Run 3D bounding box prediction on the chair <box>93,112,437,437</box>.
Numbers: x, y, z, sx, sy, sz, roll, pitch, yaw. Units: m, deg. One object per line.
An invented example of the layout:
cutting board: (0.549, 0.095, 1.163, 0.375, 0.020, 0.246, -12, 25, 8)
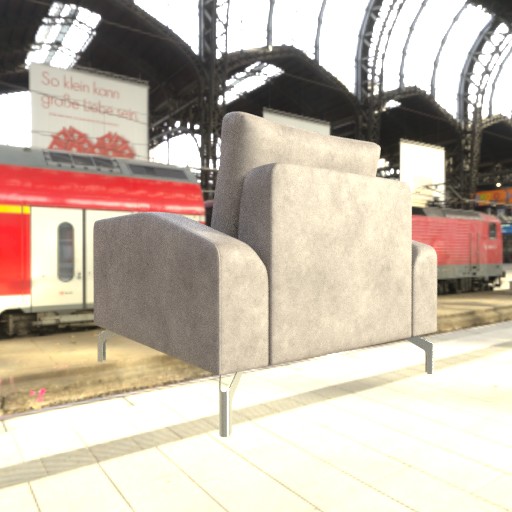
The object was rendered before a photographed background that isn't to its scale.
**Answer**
chair: (0.000, 0.000, 1.599, 0.900, 0.800, 0.900, 0, 1, -37)
